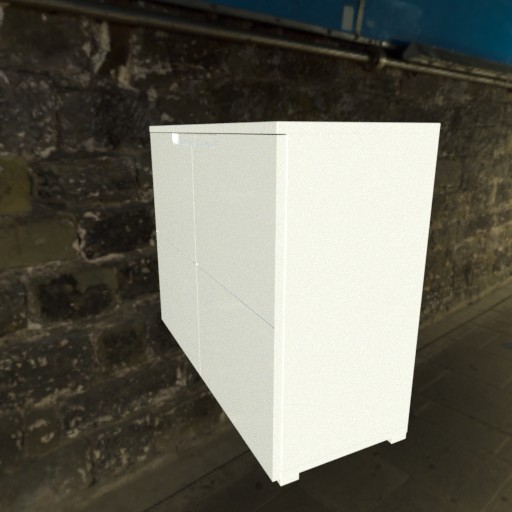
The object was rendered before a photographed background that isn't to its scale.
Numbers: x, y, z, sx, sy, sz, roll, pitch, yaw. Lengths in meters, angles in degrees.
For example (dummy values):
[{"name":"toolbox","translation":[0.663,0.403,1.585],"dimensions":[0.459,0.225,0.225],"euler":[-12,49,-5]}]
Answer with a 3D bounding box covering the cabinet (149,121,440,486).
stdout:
[{"name":"cabinet","translation":[0.000,0.000,1.412],"dimensions":[0.400,0.800,1.000],"euler":[-7,17,-25]}]
